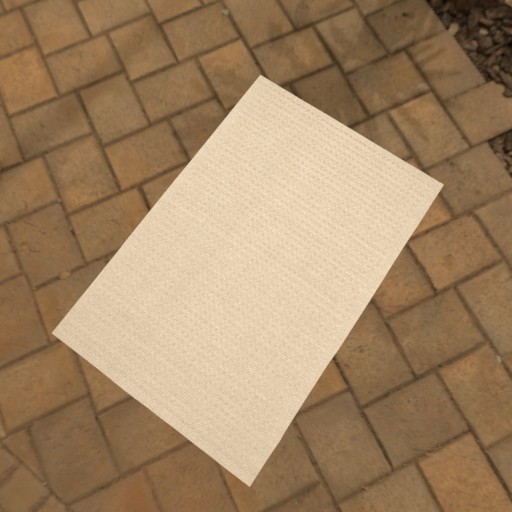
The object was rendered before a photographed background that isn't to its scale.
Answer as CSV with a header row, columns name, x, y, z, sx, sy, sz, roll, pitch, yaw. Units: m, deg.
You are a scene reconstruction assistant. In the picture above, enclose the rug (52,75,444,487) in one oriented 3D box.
name,x,y,z,sx,sy,sz,roll,pitch,yaw
rug,0.000,0.000,2.894,1.523,0.006,2.289,34,78,8
